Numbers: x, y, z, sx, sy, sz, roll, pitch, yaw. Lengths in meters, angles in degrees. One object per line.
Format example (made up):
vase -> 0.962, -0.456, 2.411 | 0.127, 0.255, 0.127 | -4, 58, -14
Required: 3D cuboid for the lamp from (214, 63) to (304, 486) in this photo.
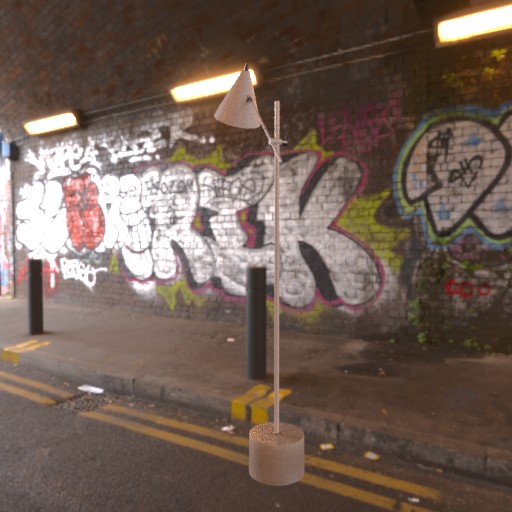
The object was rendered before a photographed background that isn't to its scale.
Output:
lamp -> 0.000, 0.000, 1.610 | 0.223, 1.430, 0.508 | -1, 2, -19
